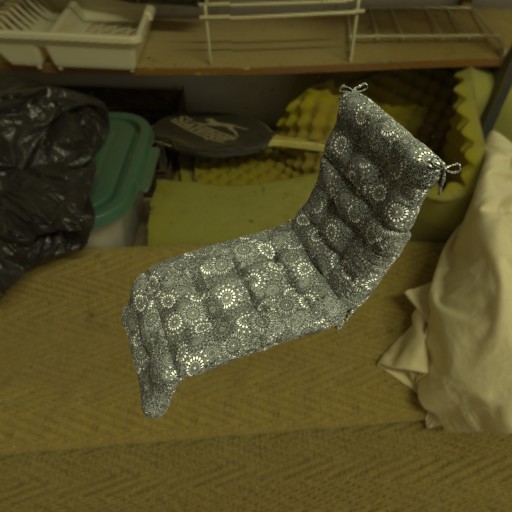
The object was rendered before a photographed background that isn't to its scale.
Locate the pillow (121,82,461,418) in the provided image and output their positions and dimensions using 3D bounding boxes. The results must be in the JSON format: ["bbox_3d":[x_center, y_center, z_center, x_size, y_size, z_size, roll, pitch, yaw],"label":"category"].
[{"bbox_3d":[0.000,0.000,1.520,1.016,0.863,0.526,-16,49,-15],"label":"pillow"}]
